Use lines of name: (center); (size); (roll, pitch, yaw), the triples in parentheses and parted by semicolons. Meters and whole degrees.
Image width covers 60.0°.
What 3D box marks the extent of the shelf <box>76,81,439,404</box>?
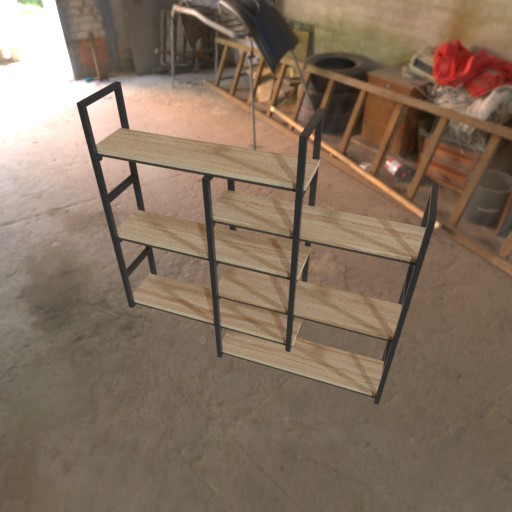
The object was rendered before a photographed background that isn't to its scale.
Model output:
shelf: (0.000, 0.000, 1.399); (0.946, 0.921, 0.183); (13, 41, 15)
